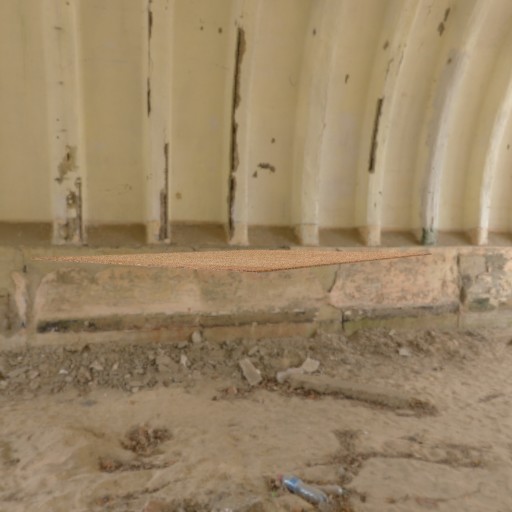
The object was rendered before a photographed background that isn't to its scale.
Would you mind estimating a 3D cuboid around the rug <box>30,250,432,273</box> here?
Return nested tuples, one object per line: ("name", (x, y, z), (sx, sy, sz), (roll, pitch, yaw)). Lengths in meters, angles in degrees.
("rug", (0.000, 0.000, 4.335), (2.438, 0.012, 3.200), (2, 3, 37))
